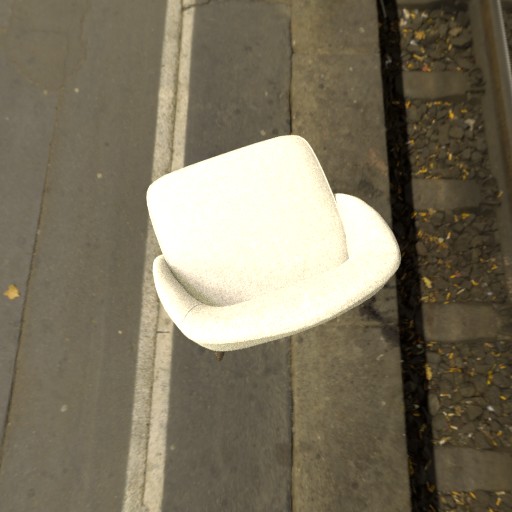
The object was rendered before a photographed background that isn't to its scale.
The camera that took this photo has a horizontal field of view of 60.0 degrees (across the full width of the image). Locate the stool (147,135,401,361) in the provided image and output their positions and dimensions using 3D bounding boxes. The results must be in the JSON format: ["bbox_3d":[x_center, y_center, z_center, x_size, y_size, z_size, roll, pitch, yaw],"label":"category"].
[{"bbox_3d":[0.000,0.000,1.208,0.494,0.940,0.509,-20,76,-5],"label":"stool"}]
